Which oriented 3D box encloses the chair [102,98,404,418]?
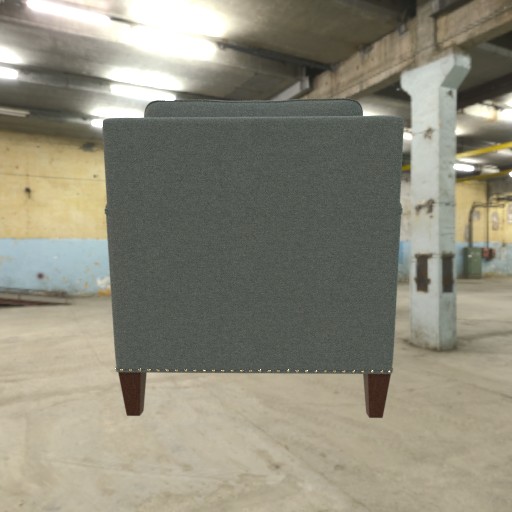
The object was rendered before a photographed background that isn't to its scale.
[{"bbox_3d":[0.000,0.000,1.761,0.885,1.031,1.031,0,0,1],"label":"chair"}]
